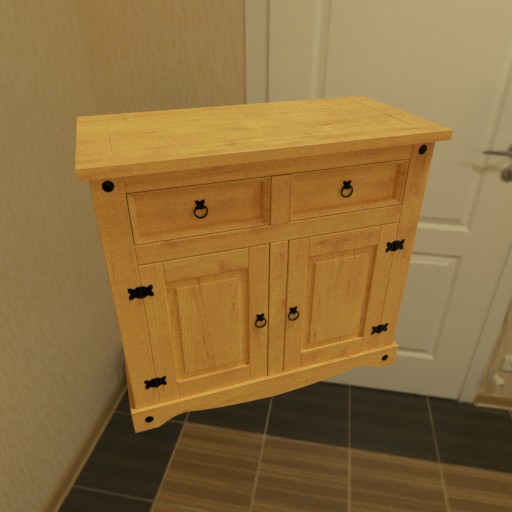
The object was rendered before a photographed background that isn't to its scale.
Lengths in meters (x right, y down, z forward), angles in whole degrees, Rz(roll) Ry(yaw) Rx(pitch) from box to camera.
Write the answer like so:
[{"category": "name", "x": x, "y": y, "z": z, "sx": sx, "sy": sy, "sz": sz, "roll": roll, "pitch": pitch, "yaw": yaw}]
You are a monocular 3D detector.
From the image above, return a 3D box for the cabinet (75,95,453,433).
[{"category": "cabinet", "x": 0.000, "y": 0.000, "z": 1.415, "sx": 0.920, "sy": 0.840, "sz": 0.450, "roll": -10, "pitch": 32, "yaw": -16}]
